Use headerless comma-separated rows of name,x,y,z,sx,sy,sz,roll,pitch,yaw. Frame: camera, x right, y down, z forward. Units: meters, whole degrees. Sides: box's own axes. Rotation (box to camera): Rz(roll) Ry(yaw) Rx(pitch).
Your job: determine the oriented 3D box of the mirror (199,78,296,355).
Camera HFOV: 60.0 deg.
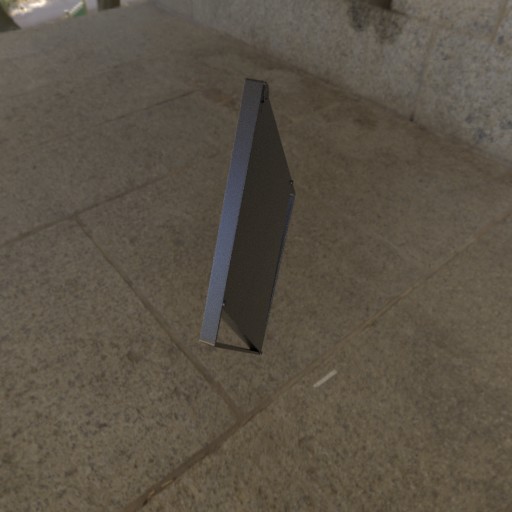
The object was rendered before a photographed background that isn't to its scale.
mirror,0.000,0.000,0.840,0.032,0.679,0.419,16,48,15
